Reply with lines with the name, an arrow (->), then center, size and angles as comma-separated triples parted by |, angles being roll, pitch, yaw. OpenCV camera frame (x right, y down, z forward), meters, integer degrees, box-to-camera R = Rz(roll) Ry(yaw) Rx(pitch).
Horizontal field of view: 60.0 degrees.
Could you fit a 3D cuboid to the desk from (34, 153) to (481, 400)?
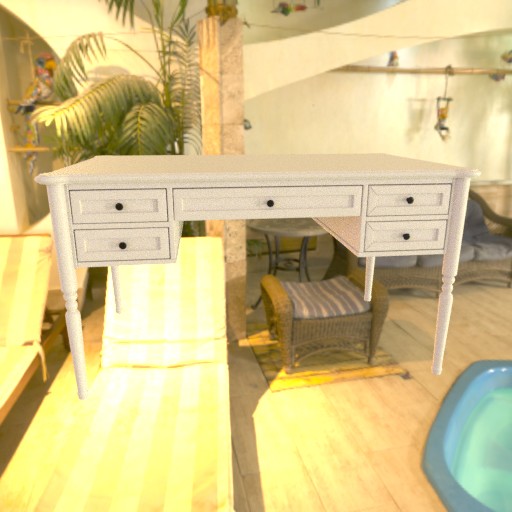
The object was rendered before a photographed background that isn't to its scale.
desk -> 0.000, 0.000, 1.815 | 1.380, 0.762, 0.807 | -2, 17, -7
